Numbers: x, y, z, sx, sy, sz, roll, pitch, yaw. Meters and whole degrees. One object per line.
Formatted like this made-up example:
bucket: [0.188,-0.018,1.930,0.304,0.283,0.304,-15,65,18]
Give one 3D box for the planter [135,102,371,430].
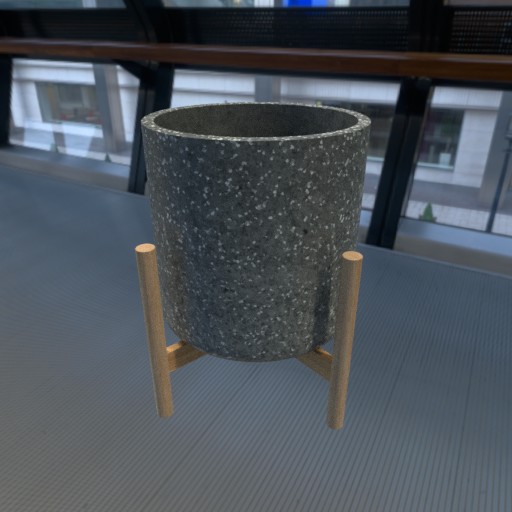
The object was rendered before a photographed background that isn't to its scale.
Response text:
planter: [0.000,0.000,0.691,0.360,0.419,0.360,-8,27,-16]
